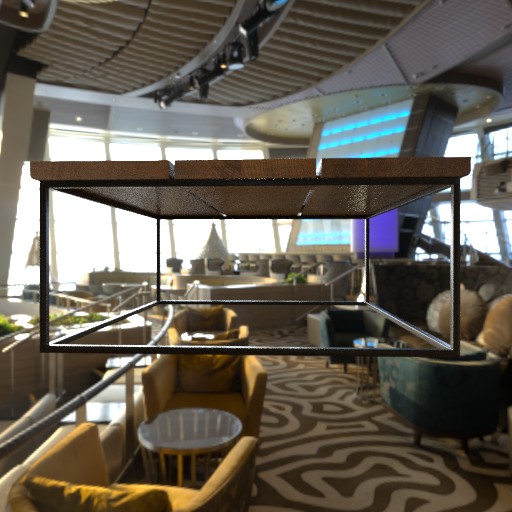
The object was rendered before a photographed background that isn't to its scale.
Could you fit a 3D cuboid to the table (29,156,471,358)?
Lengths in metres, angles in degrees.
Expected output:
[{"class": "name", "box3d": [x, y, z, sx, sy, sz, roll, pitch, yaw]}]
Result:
[{"class": "table", "box3d": [0.000, 0.000, 1.351, 0.900, 0.400, 0.900, 0, 0, 3]}]
